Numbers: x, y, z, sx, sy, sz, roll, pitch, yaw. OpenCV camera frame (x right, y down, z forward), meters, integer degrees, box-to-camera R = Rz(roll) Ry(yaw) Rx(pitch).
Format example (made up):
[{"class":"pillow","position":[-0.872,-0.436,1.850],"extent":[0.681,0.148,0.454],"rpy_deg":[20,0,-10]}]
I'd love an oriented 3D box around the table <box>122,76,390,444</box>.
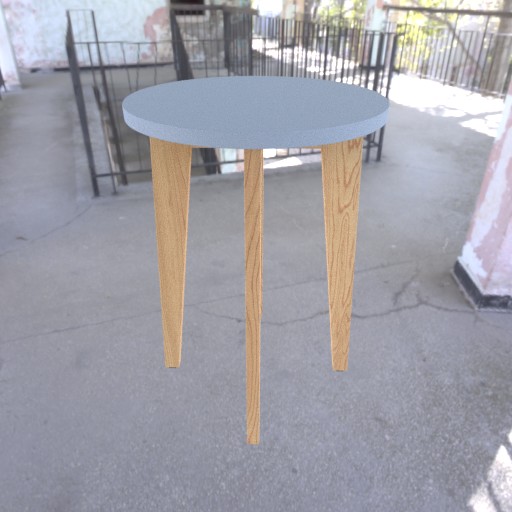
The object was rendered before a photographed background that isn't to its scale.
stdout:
[{"class":"table","position":[0.000,0.000,0.726],"extent":[0.350,0.500,0.350],"rpy_deg":[0,31,0]}]
